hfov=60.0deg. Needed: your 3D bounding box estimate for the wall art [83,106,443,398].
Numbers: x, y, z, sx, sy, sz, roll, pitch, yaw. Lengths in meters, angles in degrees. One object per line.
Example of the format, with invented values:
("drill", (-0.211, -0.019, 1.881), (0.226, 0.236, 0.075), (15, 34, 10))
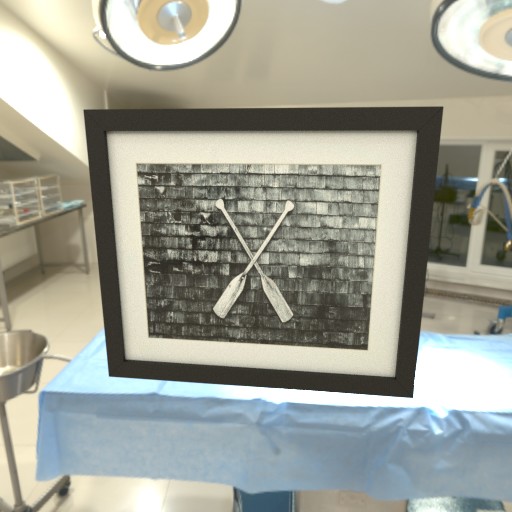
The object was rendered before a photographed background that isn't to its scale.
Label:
("wall art", (0.000, 0.000, 0.523), (0.381, 0.330, 0.029), (2, 15, 7))
